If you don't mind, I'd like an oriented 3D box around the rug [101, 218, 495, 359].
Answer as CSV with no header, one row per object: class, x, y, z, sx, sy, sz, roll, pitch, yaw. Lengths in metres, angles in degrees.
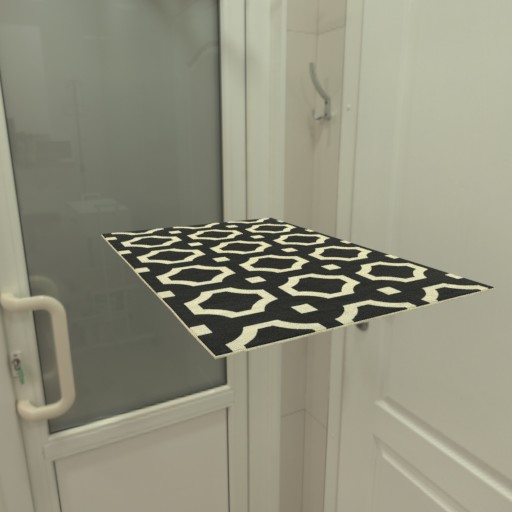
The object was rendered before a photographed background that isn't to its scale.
rug,0.000,0.000,2.881,1.555,0.016,2.286,-8,17,-27
